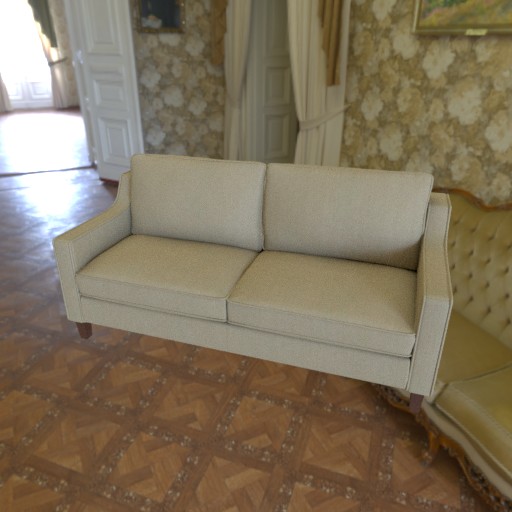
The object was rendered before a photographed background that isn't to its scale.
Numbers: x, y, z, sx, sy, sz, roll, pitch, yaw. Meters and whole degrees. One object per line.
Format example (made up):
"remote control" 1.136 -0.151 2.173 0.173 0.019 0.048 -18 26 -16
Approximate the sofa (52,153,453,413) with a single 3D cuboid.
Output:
"sofa" 0.000 0.000 2.771 2.178 1.071 1.066 8 27 16
